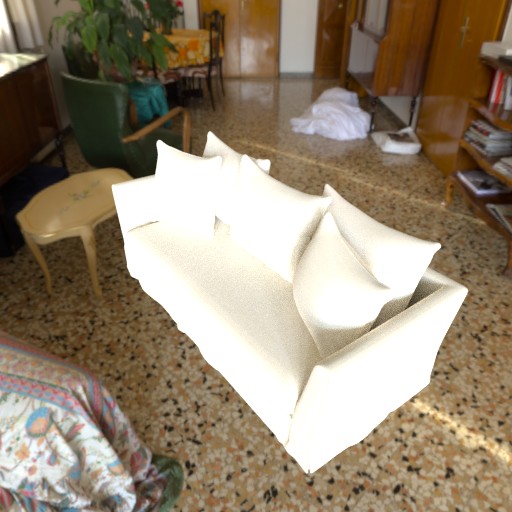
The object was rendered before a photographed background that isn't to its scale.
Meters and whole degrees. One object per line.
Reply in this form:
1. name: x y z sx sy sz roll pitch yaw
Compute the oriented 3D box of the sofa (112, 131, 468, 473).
1. sofa: 0.000 0.000 2.860 1.031 1.034 2.290 -22 39 -30
